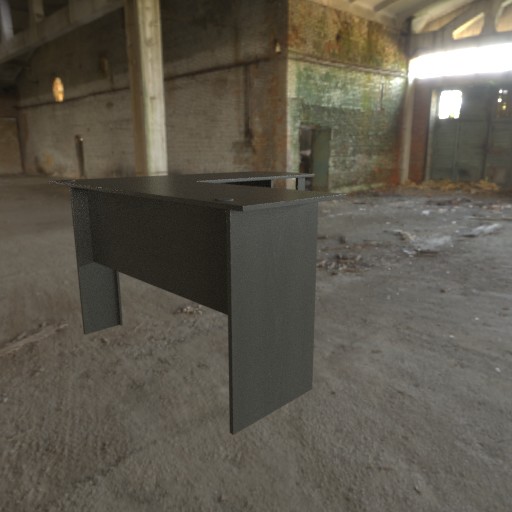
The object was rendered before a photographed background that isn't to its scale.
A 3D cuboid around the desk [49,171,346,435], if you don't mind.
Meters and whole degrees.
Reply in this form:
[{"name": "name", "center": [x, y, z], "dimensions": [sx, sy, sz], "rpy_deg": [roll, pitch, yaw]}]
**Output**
[{"name": "desk", "center": [0.000, 0.000, 2.110], "dimensions": [1.361, 0.716, 1.303], "rpy_deg": [-13, 19, -43]}]
